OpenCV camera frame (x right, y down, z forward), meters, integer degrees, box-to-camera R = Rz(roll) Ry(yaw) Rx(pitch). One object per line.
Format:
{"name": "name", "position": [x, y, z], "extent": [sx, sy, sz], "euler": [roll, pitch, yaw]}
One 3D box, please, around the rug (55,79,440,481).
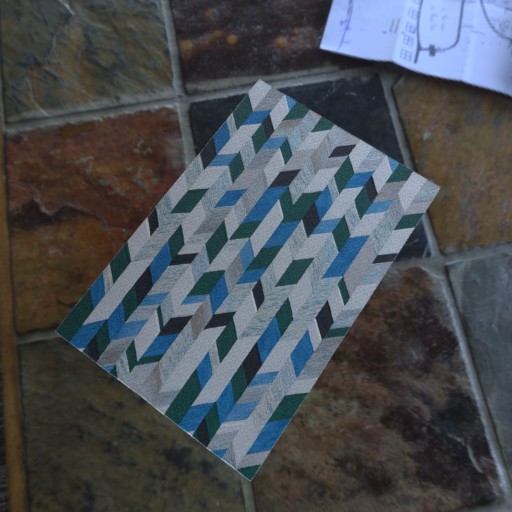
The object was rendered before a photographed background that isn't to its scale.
{"name": "rug", "position": [0.000, 0.000, 2.357], "extent": [1.229, 0.005, 1.827], "euler": [34, 77, 9]}
